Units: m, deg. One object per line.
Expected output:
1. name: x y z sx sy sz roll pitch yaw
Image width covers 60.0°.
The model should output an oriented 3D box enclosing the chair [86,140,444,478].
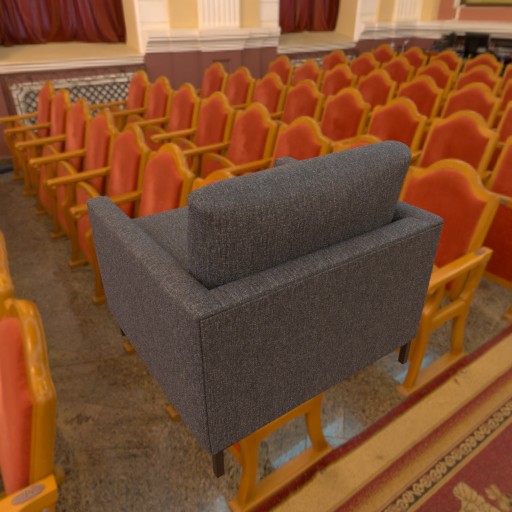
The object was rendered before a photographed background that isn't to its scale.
1. chair: 0.000 0.000 1.630 0.963 0.861 0.866 -19 35 -30
